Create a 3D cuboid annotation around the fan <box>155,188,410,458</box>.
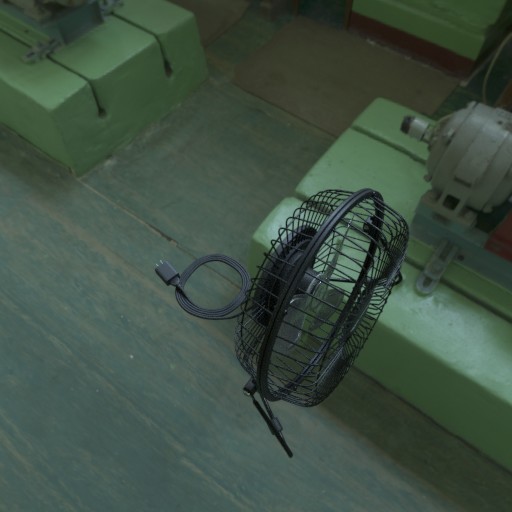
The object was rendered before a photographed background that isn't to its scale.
[{"bbox_3d":[0.000,0.000,0.380,0.227,0.188,0.209,31,63,18],"label":"fan"}]
